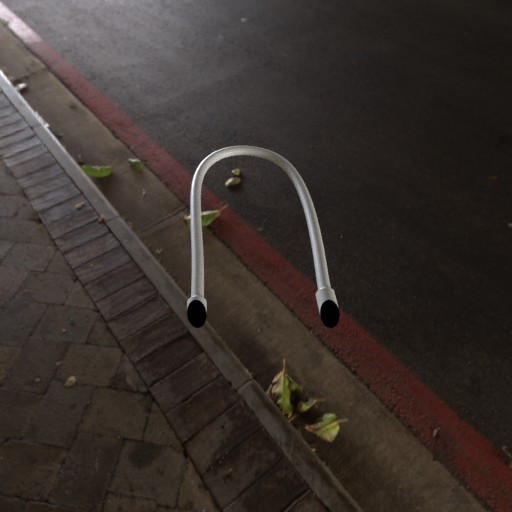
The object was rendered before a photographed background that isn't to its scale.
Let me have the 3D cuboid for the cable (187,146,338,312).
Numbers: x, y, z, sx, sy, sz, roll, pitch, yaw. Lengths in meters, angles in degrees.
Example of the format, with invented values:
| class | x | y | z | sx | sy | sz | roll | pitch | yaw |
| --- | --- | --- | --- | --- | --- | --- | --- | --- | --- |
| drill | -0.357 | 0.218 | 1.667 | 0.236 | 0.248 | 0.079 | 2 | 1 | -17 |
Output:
| class | x | y | z | sx | sy | sz | roll | pitch | yaw |
| --- | --- | --- | --- | --- | --- | --- | --- | --- | --- |
| cable | 0.000 | 0.000 | 0.112 | 0.041 | 0.005 | 0.098 | -3 | 47 | -3 |
